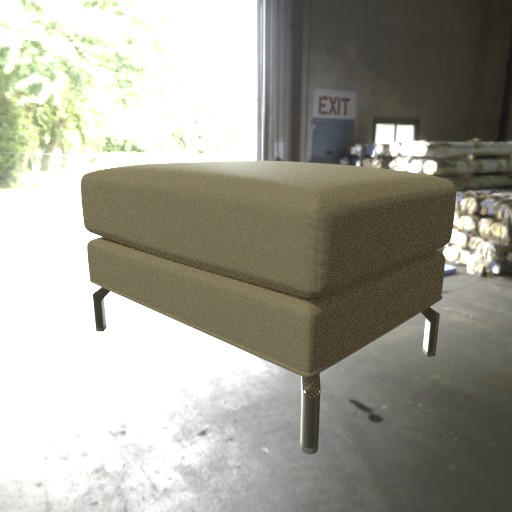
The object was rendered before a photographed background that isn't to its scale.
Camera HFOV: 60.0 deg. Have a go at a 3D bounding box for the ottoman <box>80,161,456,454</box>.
[{"bbox_3d":[0.000,0.000,1.199,0.835,0.497,0.581,13,19,42],"label":"ottoman"}]
